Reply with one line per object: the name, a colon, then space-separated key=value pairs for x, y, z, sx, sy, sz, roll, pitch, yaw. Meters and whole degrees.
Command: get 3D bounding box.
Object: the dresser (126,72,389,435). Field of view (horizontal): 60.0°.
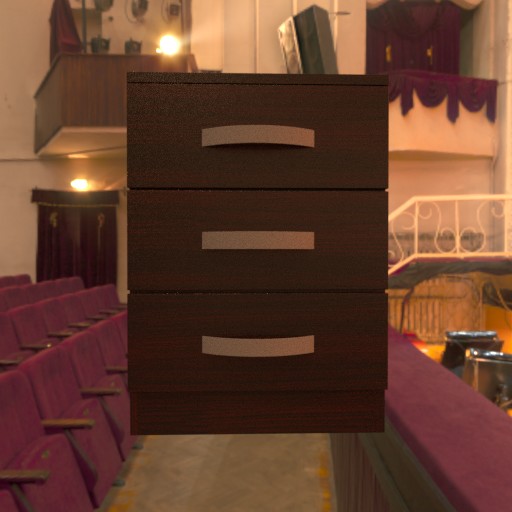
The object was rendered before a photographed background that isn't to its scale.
dresser: x=0.000 y=0.000 z=0.831 sx=0.400 sy=0.560 sz=0.360 roll=0 pitch=1 yaw=-2
